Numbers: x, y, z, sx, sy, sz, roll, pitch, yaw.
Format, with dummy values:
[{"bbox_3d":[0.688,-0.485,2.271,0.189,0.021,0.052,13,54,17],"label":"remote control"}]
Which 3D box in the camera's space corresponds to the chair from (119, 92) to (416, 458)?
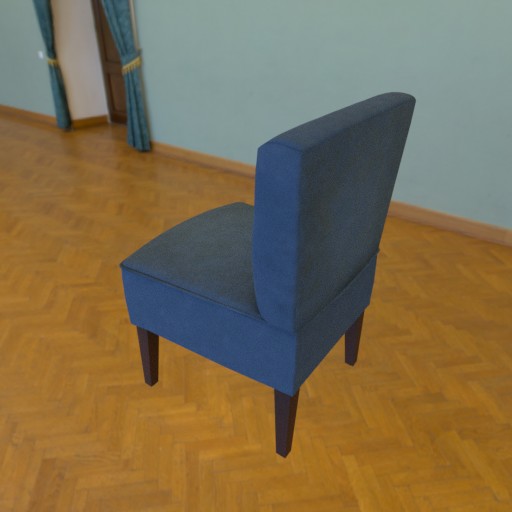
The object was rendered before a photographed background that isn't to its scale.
[{"bbox_3d":[0.000,0.000,1.153,0.551,0.806,0.521,20,35,30],"label":"chair"}]
